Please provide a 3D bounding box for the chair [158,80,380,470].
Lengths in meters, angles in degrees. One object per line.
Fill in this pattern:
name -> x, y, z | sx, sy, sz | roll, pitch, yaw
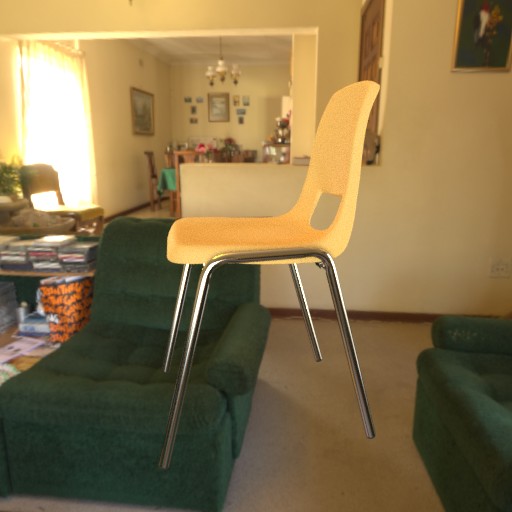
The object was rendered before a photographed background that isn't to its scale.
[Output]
chair -> 0.000, 0.000, 0.947 | 0.436, 0.704, 0.381 | -3, 14, -10
